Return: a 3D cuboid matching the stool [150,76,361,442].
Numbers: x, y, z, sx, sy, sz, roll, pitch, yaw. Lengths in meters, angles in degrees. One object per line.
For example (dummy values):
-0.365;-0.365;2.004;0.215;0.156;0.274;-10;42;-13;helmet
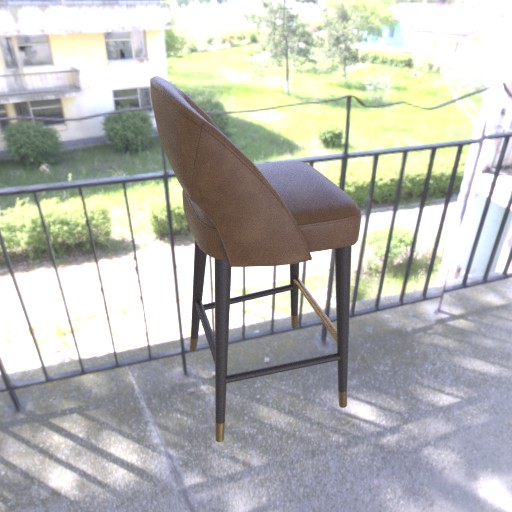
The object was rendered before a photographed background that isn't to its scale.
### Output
0.000;0.000;1.350;0.509;1.037;0.494;-10;33;-15;stool
